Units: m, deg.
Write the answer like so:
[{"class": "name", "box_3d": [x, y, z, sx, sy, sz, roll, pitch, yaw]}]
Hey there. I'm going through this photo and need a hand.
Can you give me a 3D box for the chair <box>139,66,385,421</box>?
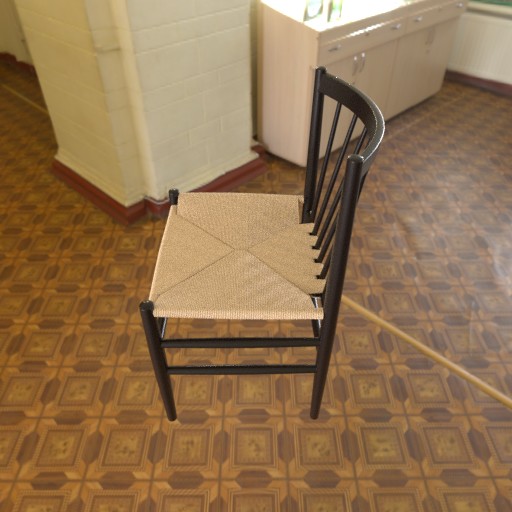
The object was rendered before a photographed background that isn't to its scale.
[{"class": "chair", "box_3d": [0.000, 0.000, 1.172, 0.516, 0.818, 0.495, 0, 40, -1]}]
